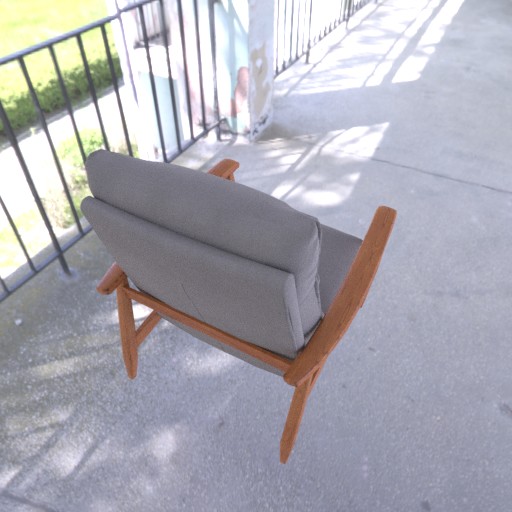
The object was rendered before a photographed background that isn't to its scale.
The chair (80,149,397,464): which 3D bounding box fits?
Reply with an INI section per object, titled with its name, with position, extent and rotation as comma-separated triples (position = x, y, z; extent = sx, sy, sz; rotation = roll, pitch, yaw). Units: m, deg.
[chair]
position = 0.000, 0.000, 1.509
extent = 0.782, 0.922, 0.816
rotation = 21, 48, 20
